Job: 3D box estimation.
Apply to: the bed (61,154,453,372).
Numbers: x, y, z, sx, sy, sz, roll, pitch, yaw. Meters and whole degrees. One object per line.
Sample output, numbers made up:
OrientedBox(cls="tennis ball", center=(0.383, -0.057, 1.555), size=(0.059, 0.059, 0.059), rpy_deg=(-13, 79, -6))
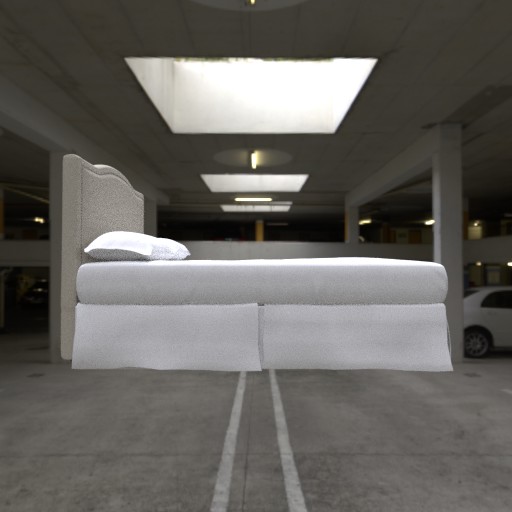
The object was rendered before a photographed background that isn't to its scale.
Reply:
OrientedBox(cls="bed", center=(0.000, 0.000, 3.656), size=(2.477, 1.437, 1.977), rpy_deg=(0, -1, 0))
